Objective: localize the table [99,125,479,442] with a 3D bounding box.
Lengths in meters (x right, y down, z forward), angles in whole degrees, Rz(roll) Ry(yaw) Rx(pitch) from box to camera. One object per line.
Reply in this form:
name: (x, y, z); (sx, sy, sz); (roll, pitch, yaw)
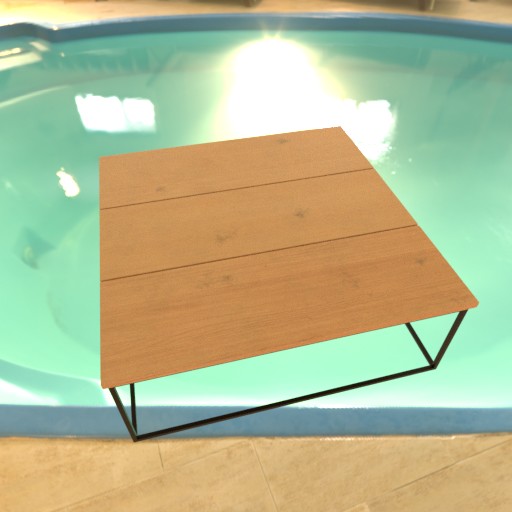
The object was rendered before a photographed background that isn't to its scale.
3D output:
table: (0.000, 0.000, 1.748); (1.100, 0.400, 1.100); (-10, 46, -10)
